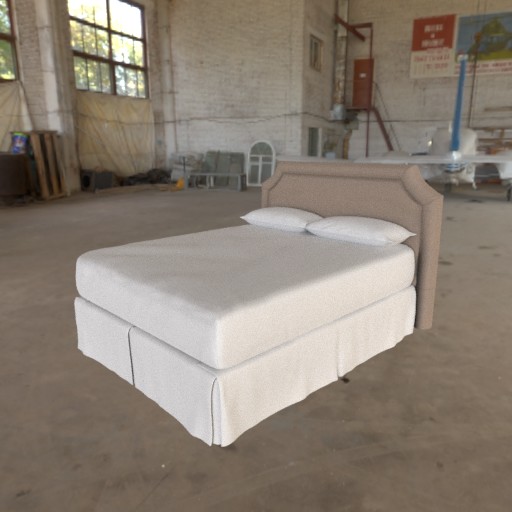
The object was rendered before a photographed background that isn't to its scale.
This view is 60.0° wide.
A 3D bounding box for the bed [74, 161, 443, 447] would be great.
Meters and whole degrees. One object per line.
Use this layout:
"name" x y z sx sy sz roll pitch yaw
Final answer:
"bed" 0.000 0.000 3.277 2.164 1.303 1.828 -13 19 -43
